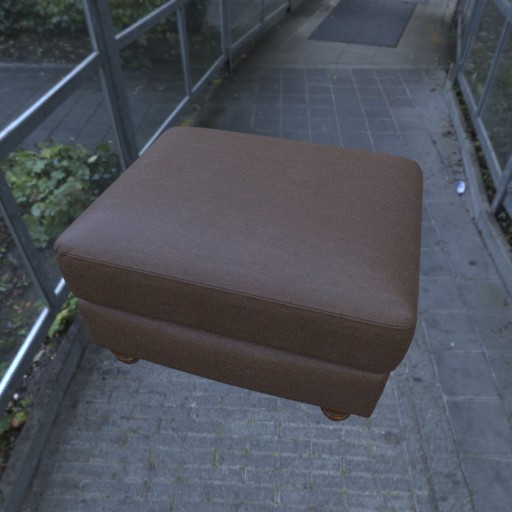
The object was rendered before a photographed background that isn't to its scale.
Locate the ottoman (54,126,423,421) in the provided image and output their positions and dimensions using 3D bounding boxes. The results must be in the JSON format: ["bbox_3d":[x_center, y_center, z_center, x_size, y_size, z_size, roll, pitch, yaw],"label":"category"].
[{"bbox_3d":[0.000,0.000,1.193,0.787,0.508,0.635,11,43,13],"label":"ottoman"}]
